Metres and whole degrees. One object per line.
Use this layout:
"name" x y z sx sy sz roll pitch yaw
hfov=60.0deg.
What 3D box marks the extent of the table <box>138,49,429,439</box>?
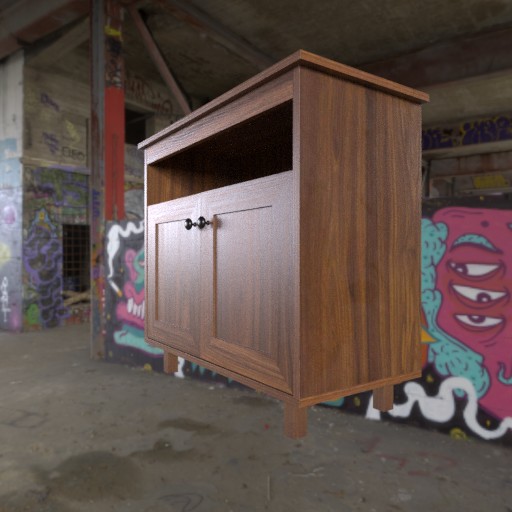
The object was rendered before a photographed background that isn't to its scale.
"table" 0.000 0.000 1.212 0.390 0.725 0.802 0 0 -35
